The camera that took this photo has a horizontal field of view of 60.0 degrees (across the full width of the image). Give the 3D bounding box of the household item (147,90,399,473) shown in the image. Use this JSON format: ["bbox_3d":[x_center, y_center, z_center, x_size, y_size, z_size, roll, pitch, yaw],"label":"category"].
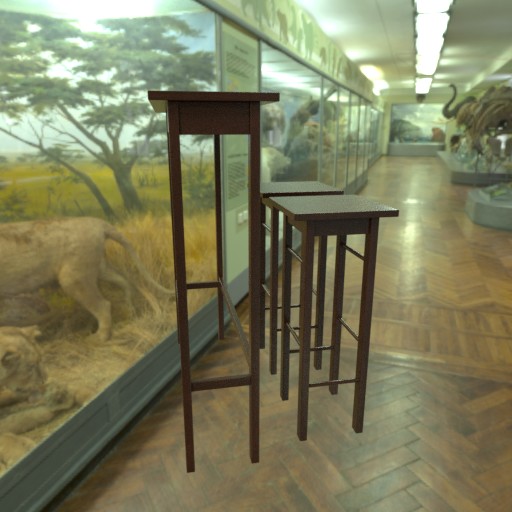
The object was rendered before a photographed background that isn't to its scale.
[{"bbox_3d":[0.000,0.000,1.631,0.676,1.067,0.914,-3,16,-11],"label":"household item"}]
